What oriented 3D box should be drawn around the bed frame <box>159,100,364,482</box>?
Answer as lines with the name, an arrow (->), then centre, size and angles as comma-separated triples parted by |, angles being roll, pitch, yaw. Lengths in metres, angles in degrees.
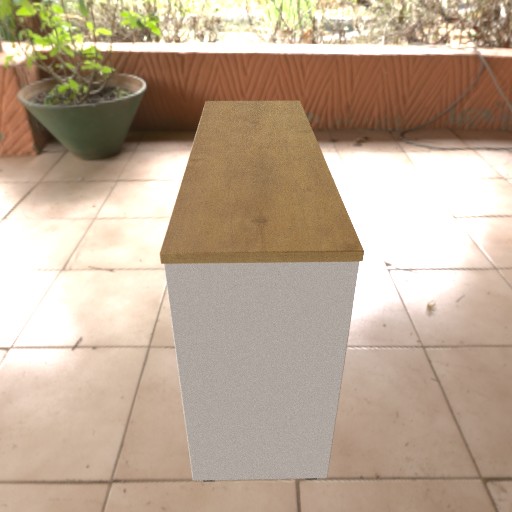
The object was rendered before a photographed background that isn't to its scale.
bed frame -> 0.000, 0.000, 1.702 | 0.430, 0.850, 1.300 | -1, 33, -1
